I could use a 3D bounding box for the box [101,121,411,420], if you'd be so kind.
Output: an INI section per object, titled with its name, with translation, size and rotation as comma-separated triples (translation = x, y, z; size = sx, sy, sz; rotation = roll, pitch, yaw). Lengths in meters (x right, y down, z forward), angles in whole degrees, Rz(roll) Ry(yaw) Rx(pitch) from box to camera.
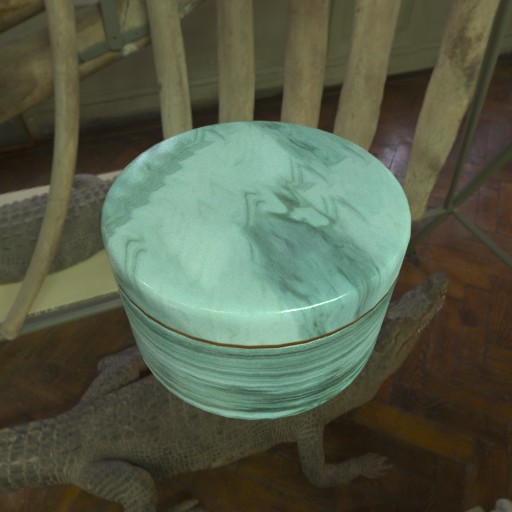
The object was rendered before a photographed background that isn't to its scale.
[box]
translation = 0.000, 0.000, 0.167
size = 0.101, 0.063, 0.101
rotation = 0, 45, 0
